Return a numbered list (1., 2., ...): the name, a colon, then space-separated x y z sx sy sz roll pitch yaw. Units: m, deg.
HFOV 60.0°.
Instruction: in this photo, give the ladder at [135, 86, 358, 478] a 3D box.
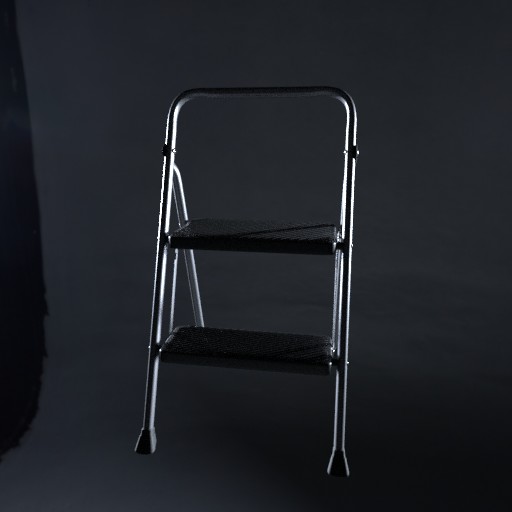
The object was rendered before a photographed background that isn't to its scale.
1. ladder: 0.000 0.000 0.991 0.430 0.720 0.472 2 16 9
